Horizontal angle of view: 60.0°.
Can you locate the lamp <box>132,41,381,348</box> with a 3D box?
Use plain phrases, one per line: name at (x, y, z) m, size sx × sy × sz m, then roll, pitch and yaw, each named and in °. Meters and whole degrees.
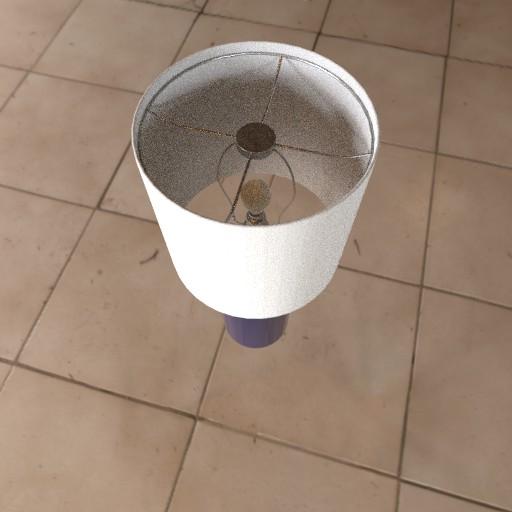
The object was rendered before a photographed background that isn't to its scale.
lamp at (0.000, 0.000, 0.597) m, size 0.212 × 0.493 × 0.212 m, roll 13°, pitch 63°, yaw 7°
